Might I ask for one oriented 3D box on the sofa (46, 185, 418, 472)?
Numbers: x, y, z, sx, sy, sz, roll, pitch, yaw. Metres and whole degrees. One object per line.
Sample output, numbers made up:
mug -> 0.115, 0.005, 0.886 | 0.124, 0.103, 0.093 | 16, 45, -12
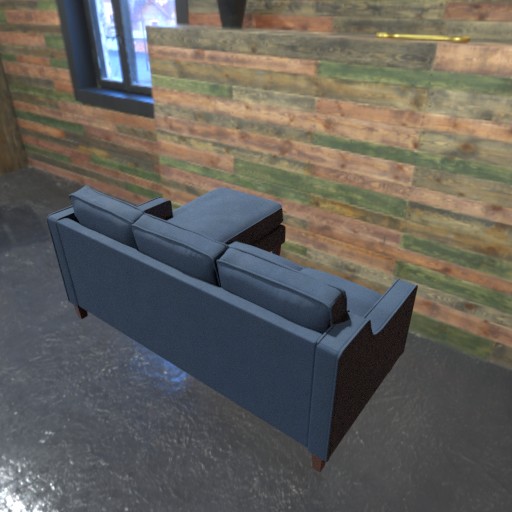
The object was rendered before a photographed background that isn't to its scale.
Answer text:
sofa -> 0.000, 0.000, 3.286 | 2.317, 1.066, 1.858 | 21, 36, 32
